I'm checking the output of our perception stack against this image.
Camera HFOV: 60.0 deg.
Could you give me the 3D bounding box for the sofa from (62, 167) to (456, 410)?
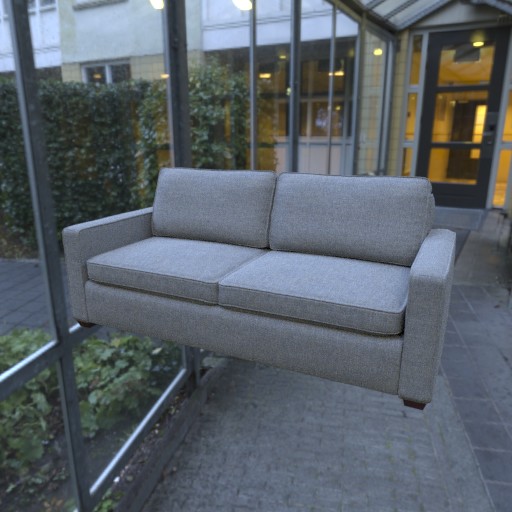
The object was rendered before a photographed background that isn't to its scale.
[{"bbox_3d":[0.000,0.000,2.551,2.078,0.918,0.945,7,17,24],"label":"sofa"}]
